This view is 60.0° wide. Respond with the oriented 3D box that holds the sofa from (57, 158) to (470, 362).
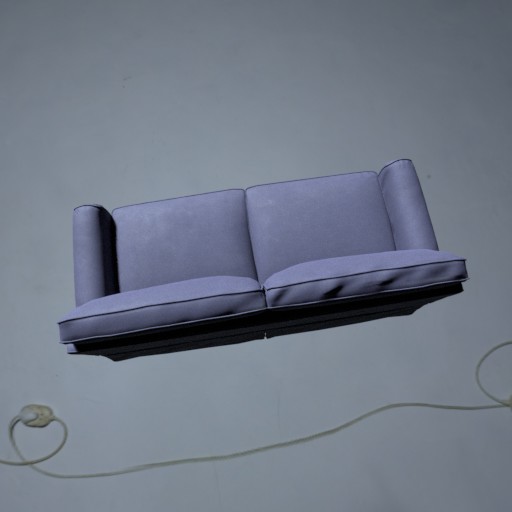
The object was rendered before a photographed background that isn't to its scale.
[{"bbox_3d":[0.000,0.000,2.841,2.256,1.094,0.983,-9,75,-2],"label":"sofa"}]
